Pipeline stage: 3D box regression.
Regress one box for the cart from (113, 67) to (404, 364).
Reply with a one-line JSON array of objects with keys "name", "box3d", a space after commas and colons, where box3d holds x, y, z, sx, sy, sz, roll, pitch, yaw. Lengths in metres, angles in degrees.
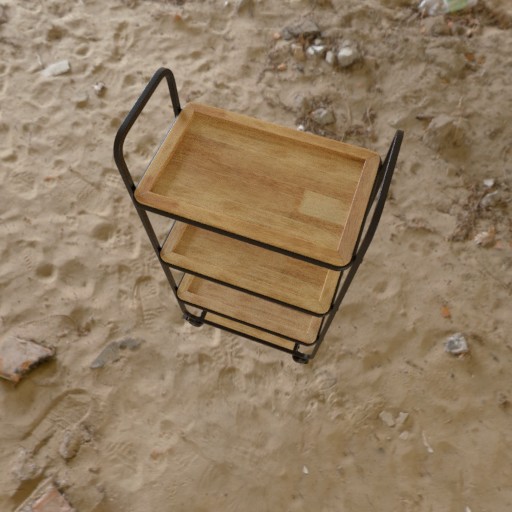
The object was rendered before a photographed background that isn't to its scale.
[{"name": "cart", "box3d": [0.000, 0.000, 1.338, 0.545, 1.080, 0.321, 18, 65, 9]}]
